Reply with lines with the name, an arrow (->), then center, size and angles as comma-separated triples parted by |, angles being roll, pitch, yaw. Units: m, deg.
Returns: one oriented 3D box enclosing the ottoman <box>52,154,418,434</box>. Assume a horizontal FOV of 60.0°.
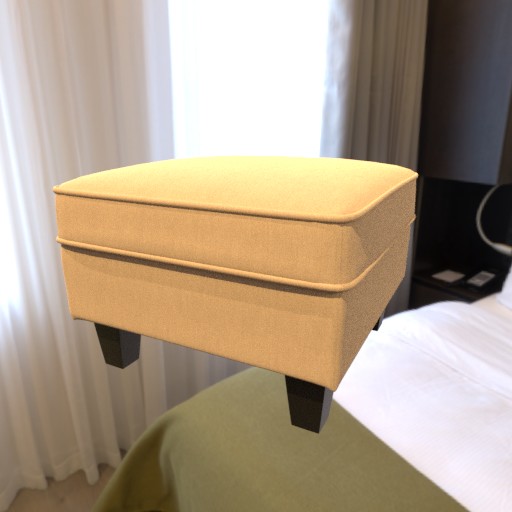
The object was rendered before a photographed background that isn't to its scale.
ottoman -> 0.000, 0.000, 1.020 | 0.613, 0.438, 0.616 | 9, 19, 26
